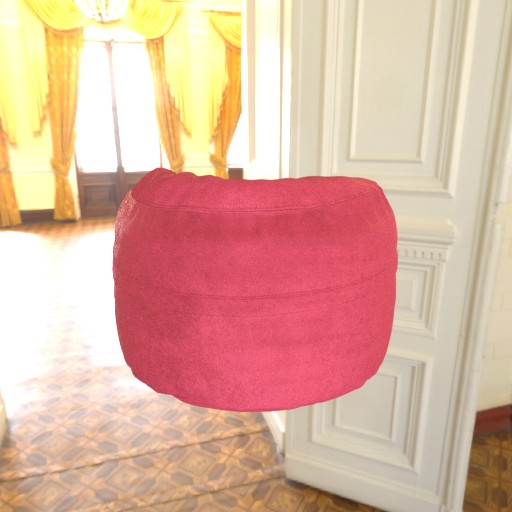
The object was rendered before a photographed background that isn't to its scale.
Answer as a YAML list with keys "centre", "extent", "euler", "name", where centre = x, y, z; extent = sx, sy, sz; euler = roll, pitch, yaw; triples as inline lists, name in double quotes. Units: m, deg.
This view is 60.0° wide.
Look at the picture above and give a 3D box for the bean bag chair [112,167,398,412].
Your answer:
- centre: [0.000, 0.000, 1.961]
  extent: [1.218, 0.788, 1.218]
  euler: [0, 17, 0]
  name: "bean bag chair"
